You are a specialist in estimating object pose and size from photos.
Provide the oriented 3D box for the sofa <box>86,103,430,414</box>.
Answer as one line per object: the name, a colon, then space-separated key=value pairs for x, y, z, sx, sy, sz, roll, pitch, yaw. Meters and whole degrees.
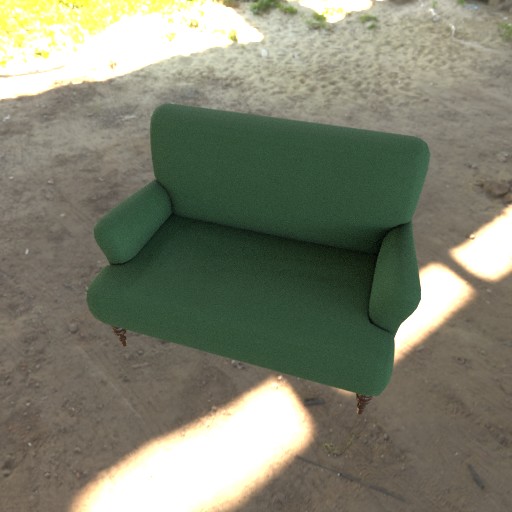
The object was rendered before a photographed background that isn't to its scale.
sofa: x=0.000 y=0.000 z=1.850 sx=1.297 sy=0.889 sz=0.779 roll=12 pitch=42 yaw=14
